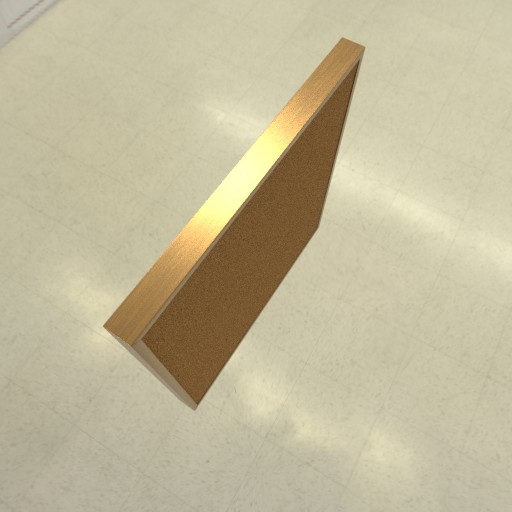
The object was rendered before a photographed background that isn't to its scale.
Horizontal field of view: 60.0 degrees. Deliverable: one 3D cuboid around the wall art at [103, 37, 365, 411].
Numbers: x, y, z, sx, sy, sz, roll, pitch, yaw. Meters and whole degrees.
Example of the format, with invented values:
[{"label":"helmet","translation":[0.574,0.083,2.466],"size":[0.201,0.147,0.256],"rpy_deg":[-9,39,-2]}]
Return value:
[{"label":"wall art","translation":[0.000,0.000,0.757],"size":[0.037,0.505,0.505],"rpy_deg":[30,68,14]}]
